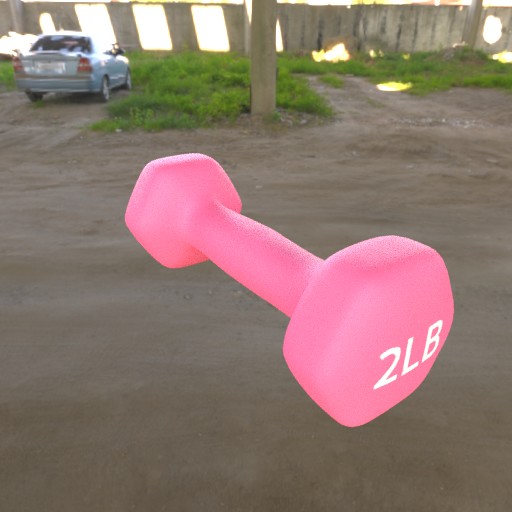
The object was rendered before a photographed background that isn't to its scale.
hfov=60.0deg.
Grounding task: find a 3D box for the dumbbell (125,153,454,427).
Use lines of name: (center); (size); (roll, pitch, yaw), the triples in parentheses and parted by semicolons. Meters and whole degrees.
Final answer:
dumbbell: (0.000, 0.000, 0.173); (0.058, 0.053, 0.146); (-18, 32, -31)
